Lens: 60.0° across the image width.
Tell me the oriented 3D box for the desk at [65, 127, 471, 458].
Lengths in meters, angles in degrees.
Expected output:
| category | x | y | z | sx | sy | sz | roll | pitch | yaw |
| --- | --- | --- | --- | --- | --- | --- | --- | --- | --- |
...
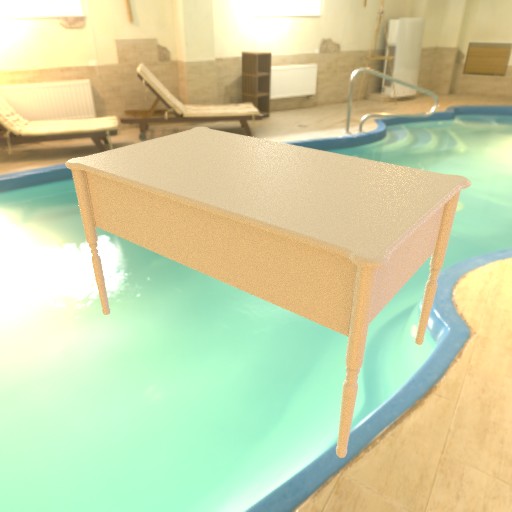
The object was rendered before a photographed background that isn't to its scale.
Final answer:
| category | x | y | z | sx | sy | sz | roll | pitch | yaw |
| --- | --- | --- | --- | --- | --- | --- | --- | --- | --- |
| desk | 0.000 | 0.000 | 1.878 | 1.380 | 0.762 | 0.807 | 21 | 35 | 33 |
